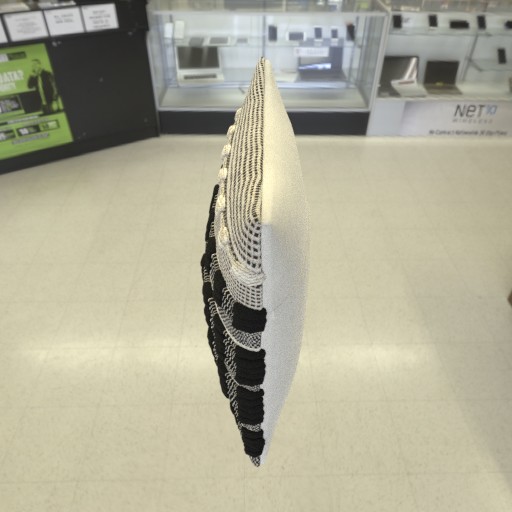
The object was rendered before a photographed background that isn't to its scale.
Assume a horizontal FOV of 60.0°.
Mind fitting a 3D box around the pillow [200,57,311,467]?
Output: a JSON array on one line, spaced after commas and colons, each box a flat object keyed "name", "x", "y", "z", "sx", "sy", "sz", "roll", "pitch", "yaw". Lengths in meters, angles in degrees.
[{"name": "pillow", "x": 0.000, "y": 0.000, "z": 0.656, "sx": 0.156, "sy": 0.438, "sz": 0.436, "roll": 1, "pitch": 40, "yaw": 1}]
